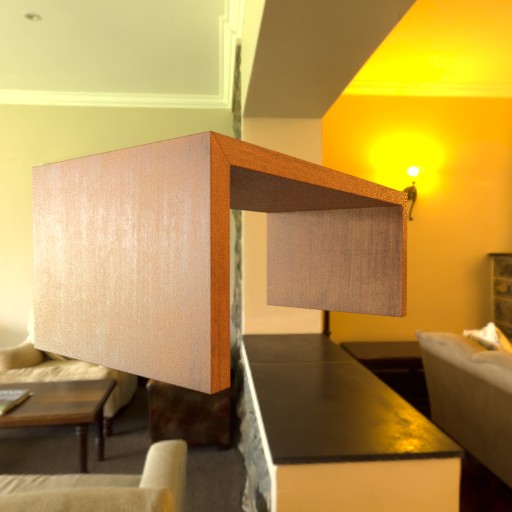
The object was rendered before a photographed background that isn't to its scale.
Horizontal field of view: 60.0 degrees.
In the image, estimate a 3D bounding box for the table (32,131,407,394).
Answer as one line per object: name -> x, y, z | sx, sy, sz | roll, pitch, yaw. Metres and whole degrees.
table -> 0.000, 0.000, 1.267 | 0.549, 0.419, 1.000 | 1, 1, 36
